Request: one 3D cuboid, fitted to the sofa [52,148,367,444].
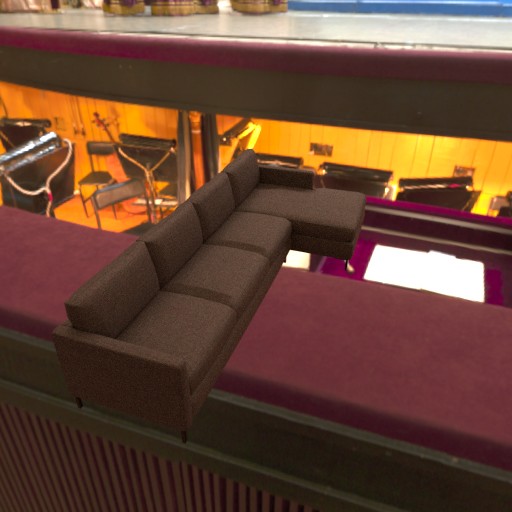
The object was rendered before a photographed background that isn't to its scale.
[{"bbox_3d":[0.000,0.000,3.799,1.483,0.892,3.221,11,33,17],"label":"sofa"}]
